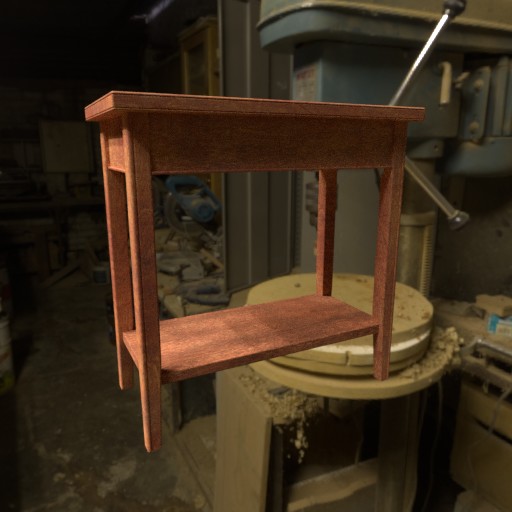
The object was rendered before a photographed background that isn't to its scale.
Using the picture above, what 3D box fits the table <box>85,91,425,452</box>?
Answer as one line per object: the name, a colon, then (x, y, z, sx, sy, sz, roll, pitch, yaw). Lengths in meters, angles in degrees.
table: (0.000, 0.000, 0.958, 0.610, 0.610, 0.305, -7, 15, -26)
